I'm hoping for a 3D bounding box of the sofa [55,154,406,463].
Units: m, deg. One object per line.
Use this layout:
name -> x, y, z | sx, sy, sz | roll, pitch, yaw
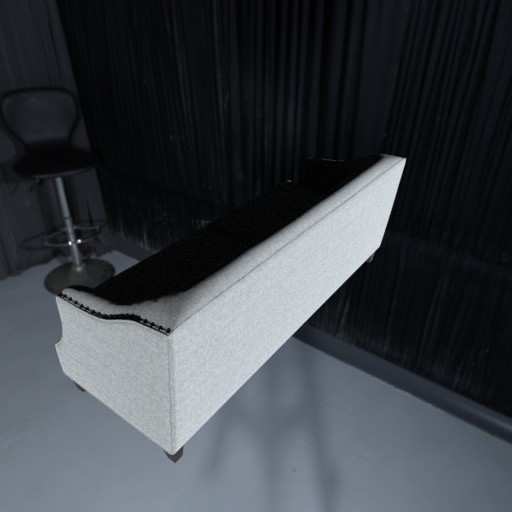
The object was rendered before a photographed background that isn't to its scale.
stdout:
sofa -> 0.000, 0.000, 2.698 | 0.914, 0.901, 2.235 | 21, 38, 30
